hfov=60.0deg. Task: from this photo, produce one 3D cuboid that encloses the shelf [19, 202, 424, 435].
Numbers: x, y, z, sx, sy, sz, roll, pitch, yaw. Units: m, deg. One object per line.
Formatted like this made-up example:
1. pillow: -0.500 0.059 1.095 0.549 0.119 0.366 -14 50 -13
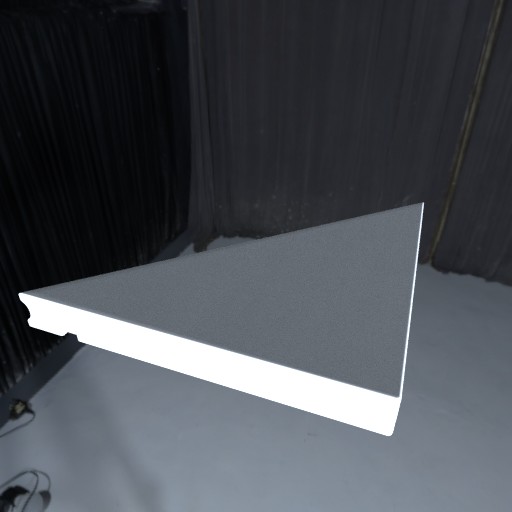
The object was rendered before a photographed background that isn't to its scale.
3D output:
1. shelf: 0.000 0.000 0.434 0.296 0.035 0.296 11 34 17
